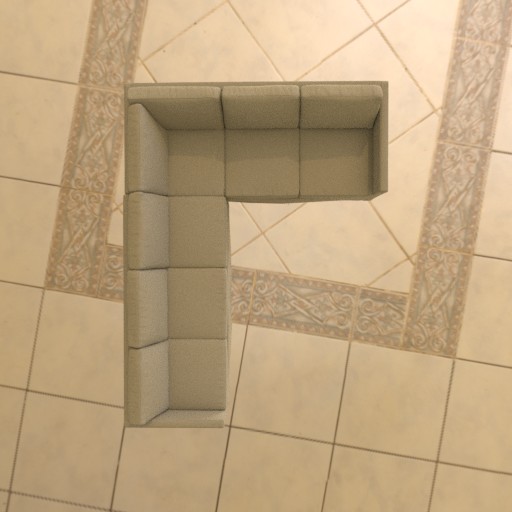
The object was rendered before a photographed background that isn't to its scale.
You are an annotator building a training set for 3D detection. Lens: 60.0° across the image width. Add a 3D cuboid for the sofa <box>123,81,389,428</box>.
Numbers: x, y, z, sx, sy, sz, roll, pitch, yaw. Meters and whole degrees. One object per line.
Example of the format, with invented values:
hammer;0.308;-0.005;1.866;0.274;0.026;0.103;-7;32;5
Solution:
sofa;0.000;0.000;4.290;2.432;0.871;3.182;0;91;1
